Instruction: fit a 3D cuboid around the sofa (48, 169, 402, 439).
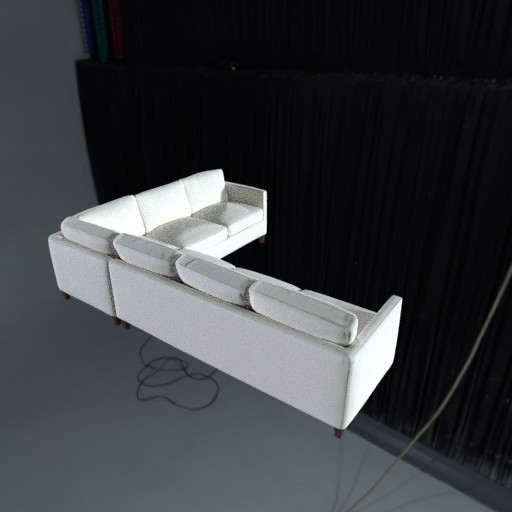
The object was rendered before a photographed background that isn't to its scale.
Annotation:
[{"bbox_3d":[0.000,0.000,4.564,3.302,0.947,2.593,17,30,32],"label":"sofa"}]
